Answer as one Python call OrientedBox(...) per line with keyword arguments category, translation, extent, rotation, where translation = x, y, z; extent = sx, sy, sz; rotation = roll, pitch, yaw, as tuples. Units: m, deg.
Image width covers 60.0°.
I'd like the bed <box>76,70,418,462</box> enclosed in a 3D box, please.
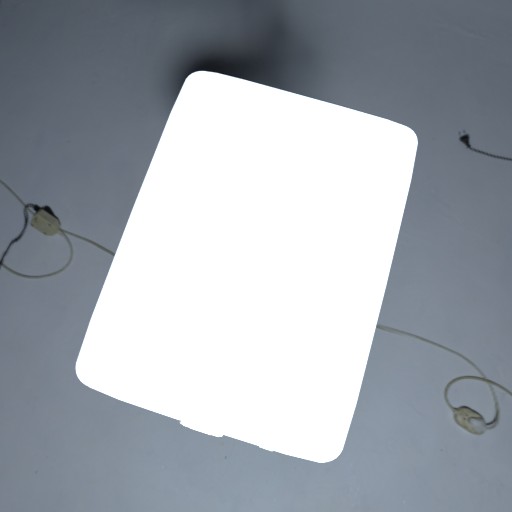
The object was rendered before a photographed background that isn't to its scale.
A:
OrientedBox(category="bed", translation=(0.000, 0.000, 2.628), extent=(1.520, 0.460, 2.036), rotation=(17, 78, 4))
